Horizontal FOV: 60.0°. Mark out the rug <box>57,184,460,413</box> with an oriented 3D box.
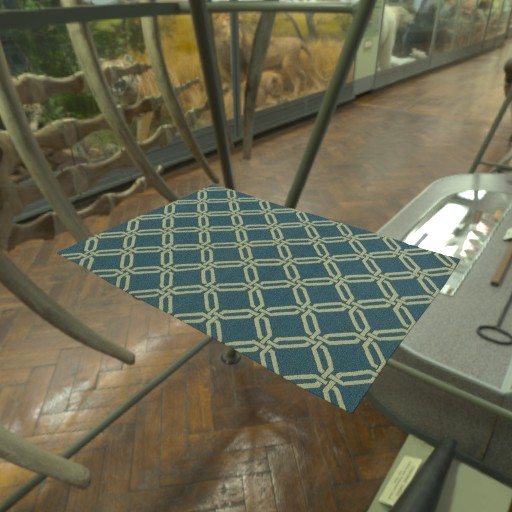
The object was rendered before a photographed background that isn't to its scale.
[{"bbox_3d":[0.000,0.000,2.845,2.135,0.013,1.524,21,37,31],"label":"rug"}]
